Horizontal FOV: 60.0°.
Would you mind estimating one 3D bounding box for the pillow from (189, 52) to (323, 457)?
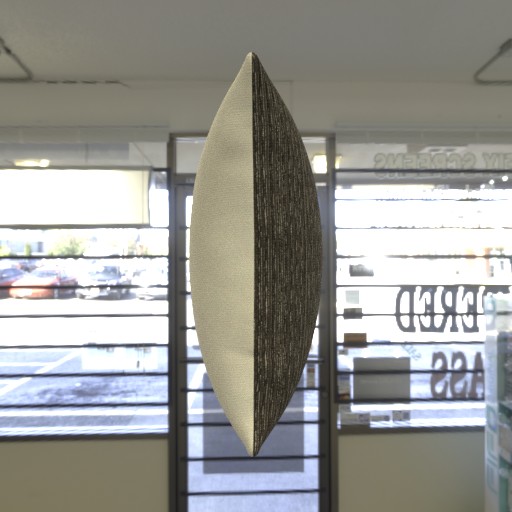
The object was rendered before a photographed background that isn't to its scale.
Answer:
[{"bbox_3d":[0.000,0.000,0.683,0.196,0.434,0.433,0,0,1],"label":"pillow"}]
